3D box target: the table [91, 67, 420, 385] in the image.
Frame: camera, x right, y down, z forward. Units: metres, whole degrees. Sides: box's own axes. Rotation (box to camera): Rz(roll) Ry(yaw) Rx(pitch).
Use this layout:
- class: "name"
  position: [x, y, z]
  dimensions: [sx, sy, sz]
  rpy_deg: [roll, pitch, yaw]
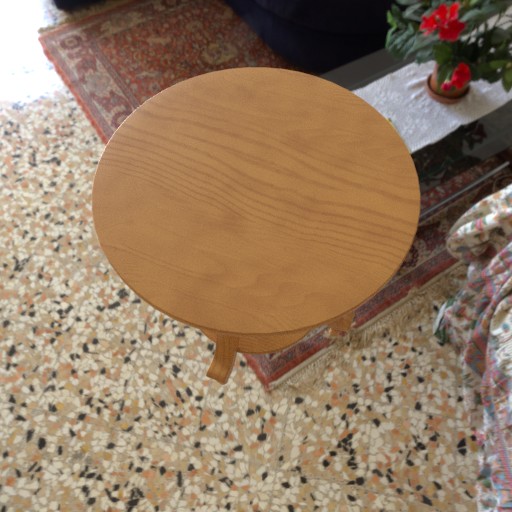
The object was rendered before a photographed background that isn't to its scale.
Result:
- class: "table"
  position: [0.000, 0.000, 1.083]
  dimensions: [0.597, 0.612, 0.597]
  rpy_deg: [0, 62, 0]
